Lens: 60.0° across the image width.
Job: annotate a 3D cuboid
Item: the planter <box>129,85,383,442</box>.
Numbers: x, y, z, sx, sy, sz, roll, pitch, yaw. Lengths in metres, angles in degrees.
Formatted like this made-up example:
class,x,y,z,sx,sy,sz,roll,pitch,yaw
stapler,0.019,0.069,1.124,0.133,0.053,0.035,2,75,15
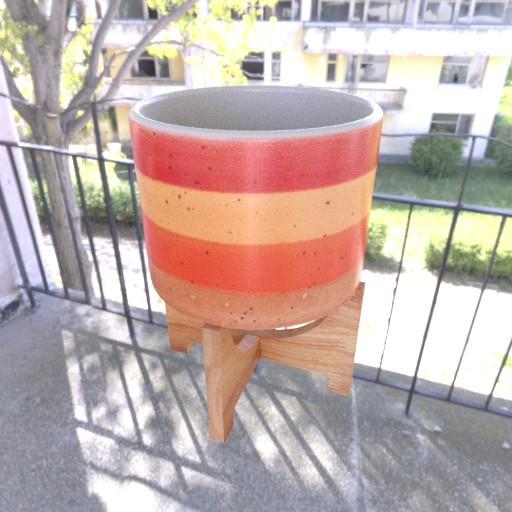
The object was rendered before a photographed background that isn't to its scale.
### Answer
class,x,y,z,sx,sy,sz,roll,pitch,yaw
planter,0.000,0.000,0.405,0.199,0.268,0.199,0,29,0
